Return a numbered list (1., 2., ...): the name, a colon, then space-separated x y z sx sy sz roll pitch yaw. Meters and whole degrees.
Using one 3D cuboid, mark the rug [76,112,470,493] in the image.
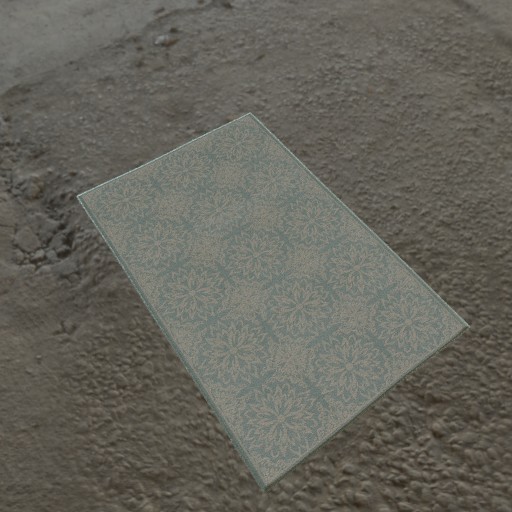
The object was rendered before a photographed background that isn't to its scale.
1. rug: 0.000 0.000 2.328 1.219 0.012 1.840 -31 63 -18
